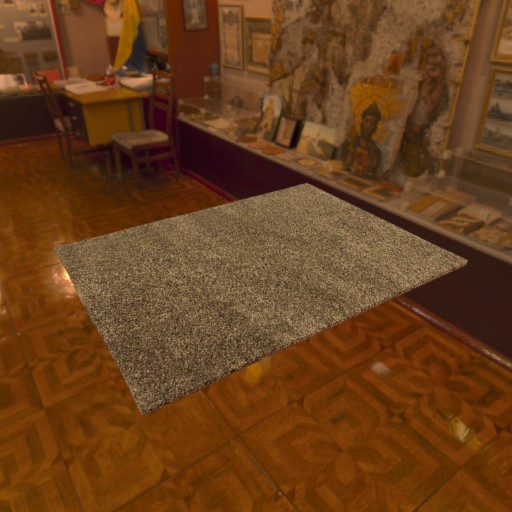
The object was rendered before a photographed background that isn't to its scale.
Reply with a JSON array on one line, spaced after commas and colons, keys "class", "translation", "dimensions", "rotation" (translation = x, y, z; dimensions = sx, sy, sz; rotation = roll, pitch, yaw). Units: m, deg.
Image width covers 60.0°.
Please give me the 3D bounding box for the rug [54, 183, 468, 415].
[{"class": "rug", "translation": [0.000, 0.000, 2.138], "dimensions": [1.601, 0.025, 1.198], "rotation": [-18, 35, -28]}]
